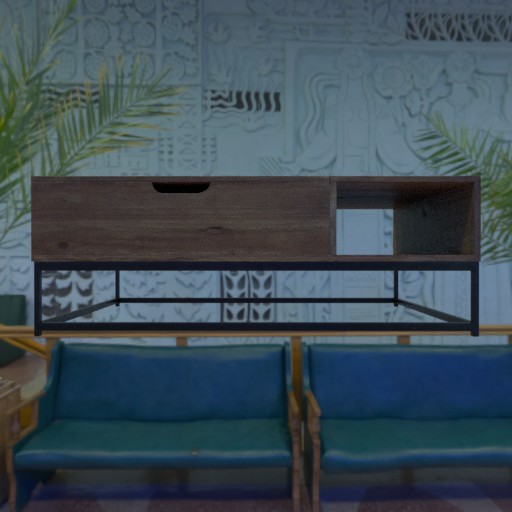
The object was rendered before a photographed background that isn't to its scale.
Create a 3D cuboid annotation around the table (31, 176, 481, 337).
[{"bbox_3d":[0.000,0.000,1.411,1.101,0.395,0.655,0,0,0],"label":"table"}]
